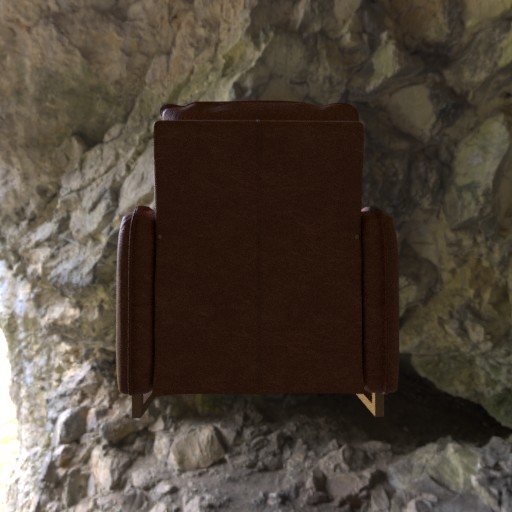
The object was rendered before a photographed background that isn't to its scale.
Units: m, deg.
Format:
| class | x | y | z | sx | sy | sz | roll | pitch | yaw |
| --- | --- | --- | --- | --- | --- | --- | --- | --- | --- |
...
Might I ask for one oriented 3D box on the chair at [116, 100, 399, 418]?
| class | x | y | z | sx | sy | sz | roll | pitch | yaw |
| --- | --- | --- | --- | --- | --- | --- | --- | --- | --- |
| chair | 0.000 | 0.000 | 1.640 | 0.830 | 0.922 | 0.922 | 0 | -1 | -1 |
